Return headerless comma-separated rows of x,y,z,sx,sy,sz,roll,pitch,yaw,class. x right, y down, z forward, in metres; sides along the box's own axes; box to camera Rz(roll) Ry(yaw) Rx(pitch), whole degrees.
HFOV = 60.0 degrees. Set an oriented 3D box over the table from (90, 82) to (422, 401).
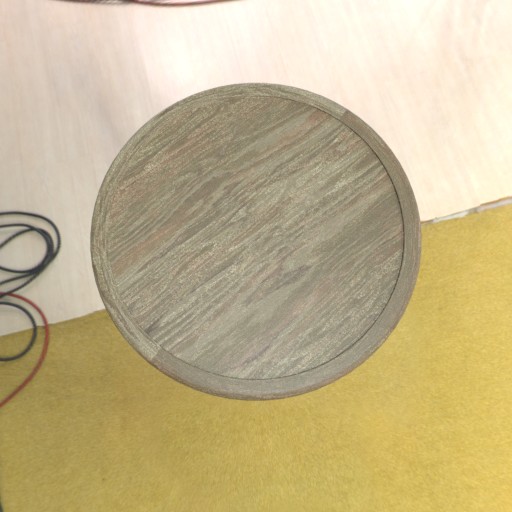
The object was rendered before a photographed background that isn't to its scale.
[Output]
0.000,0.000,1.023,0.607,0.450,0.607,0,76,0,table
